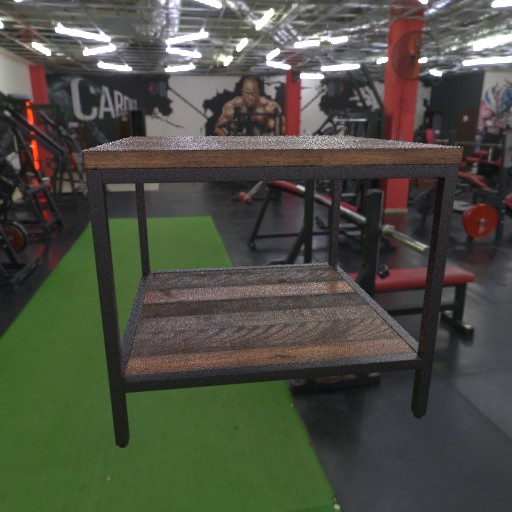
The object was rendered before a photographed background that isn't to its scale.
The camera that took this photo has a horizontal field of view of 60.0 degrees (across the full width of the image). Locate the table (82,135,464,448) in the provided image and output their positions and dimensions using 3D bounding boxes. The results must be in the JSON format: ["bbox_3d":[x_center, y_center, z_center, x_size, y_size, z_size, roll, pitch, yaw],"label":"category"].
[{"bbox_3d":[0.000,0.000,0.955,0.548,0.482,0.553,-2,17,-8],"label":"table"}]
